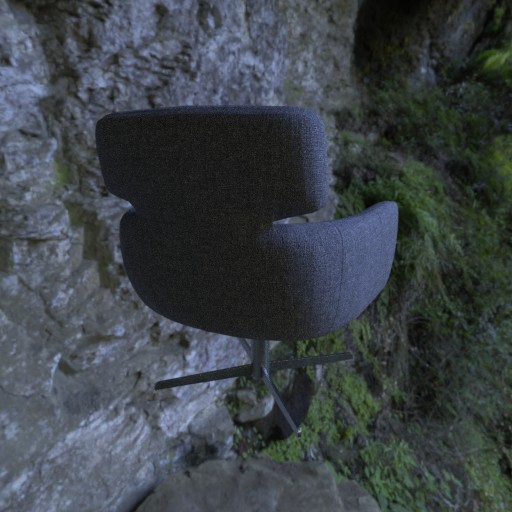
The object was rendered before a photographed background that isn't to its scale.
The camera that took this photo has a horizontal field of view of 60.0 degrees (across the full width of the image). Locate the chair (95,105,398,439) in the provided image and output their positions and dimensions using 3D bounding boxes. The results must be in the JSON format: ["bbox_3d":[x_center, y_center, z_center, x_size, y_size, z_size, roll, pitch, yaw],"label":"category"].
[{"bbox_3d":[0.000,0.000,1.316,0.706,0.812,0.715,8,17,27],"label":"chair"}]
